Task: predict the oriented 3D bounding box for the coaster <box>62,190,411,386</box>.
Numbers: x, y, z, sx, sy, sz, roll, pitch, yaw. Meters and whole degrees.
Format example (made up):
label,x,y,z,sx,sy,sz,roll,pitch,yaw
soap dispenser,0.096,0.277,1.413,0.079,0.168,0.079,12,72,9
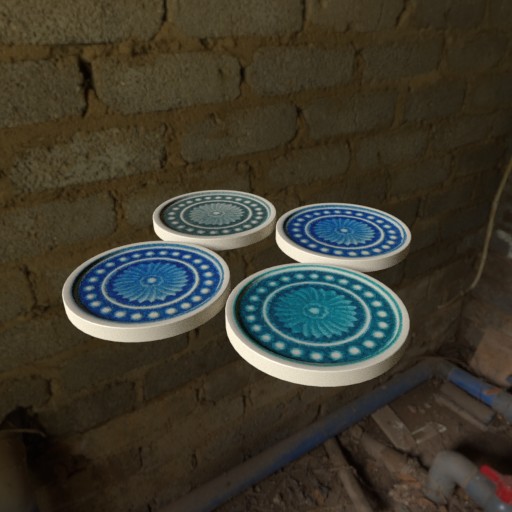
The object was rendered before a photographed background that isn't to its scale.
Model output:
label,x,y,z,sx,sy,sz,roll,pitch,yaw
coaster,0.000,0.000,0.330,0.220,0.010,0.224,9,30,15
